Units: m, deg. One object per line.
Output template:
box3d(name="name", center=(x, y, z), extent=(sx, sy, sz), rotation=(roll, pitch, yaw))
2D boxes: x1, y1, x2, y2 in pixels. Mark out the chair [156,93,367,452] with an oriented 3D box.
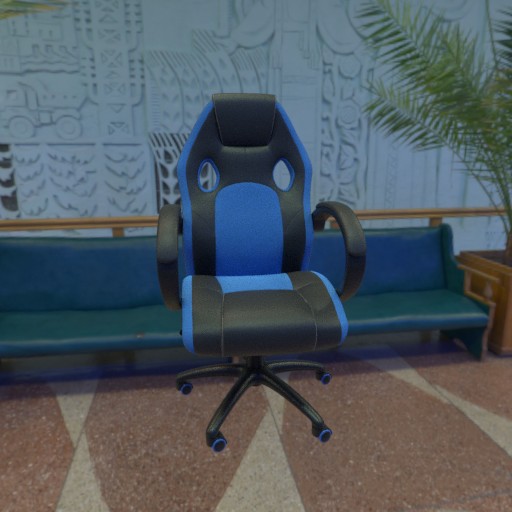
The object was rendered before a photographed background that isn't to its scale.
box3d(name="chair", center=(0.000, 0.000, 1.627), extent=(0.673, 1.187, 0.724), rotation=(-2, 15, -8))
